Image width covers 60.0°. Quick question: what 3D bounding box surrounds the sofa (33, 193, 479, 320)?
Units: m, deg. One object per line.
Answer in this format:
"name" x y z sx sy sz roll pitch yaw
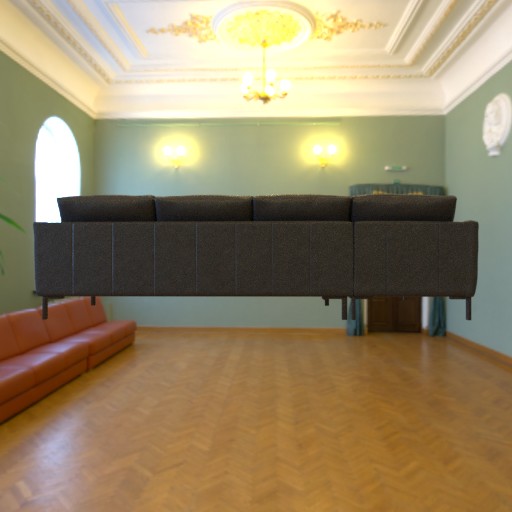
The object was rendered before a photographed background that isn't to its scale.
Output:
"sofa" 0.000 0.000 3.677 2.993 0.859 1.471 0 0 1
